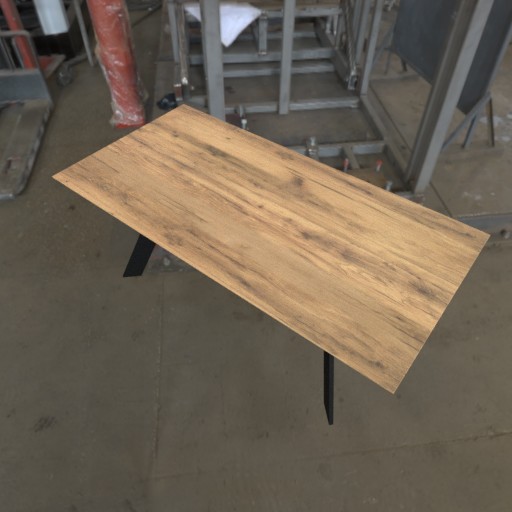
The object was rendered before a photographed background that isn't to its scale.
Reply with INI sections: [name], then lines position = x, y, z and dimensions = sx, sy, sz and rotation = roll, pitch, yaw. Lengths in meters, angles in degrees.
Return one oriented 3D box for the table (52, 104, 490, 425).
[table]
position = 0.000, 0.000, 2.506
dimensions = 2.000, 0.770, 1.000
rotation = 30, 54, 25
